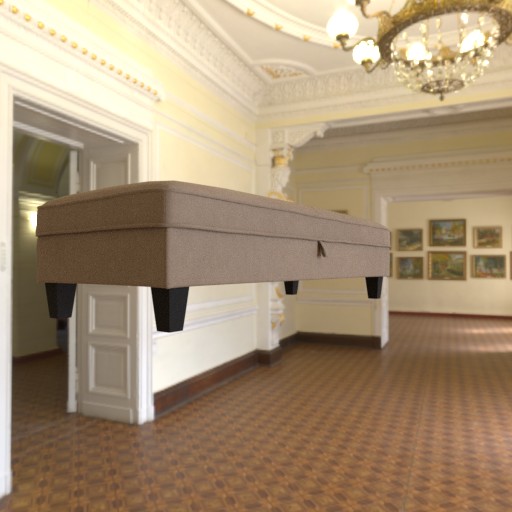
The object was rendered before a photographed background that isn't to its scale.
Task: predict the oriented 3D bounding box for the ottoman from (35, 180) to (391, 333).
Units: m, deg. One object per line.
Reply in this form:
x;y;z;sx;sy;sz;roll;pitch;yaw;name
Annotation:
0.000;0.000;2.046;0.735;0.460;1.726;-1;-2;36;ottoman
